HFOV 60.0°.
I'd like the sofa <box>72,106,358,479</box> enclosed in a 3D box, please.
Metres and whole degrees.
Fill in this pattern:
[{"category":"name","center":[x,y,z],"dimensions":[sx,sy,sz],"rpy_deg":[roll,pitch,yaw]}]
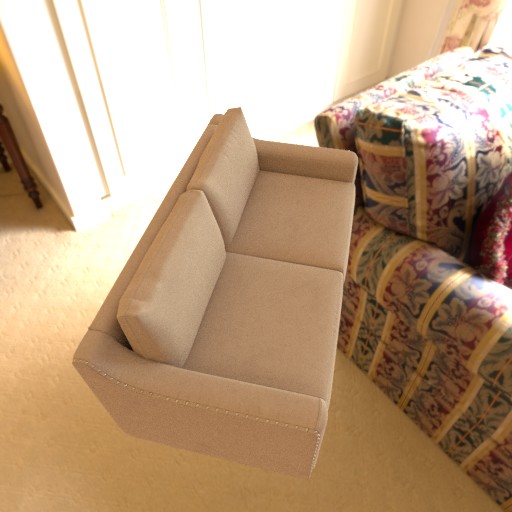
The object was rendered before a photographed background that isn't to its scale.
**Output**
[{"category":"sofa","center":[0.000,0.000,2.504],"dimensions":[1.030,0.901,1.967],"rpy_deg":[9,47,9]}]
